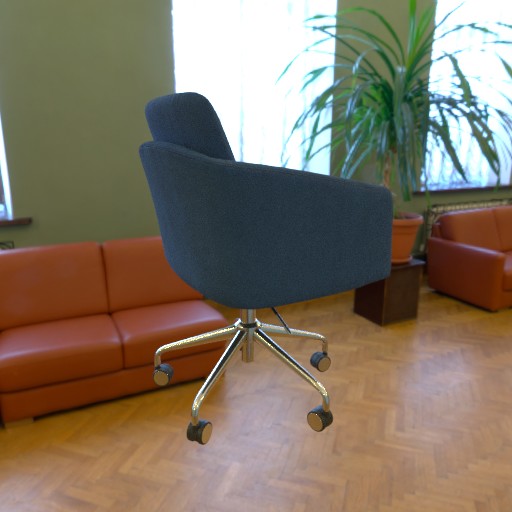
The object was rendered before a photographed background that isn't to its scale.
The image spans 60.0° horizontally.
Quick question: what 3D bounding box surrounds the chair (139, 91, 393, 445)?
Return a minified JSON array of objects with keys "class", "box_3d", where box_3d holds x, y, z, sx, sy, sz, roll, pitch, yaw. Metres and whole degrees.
[{"class":"chair","box_3d":[0.000,0.000,1.373,0.635,0.908,0.641,-7,16,-27]}]
